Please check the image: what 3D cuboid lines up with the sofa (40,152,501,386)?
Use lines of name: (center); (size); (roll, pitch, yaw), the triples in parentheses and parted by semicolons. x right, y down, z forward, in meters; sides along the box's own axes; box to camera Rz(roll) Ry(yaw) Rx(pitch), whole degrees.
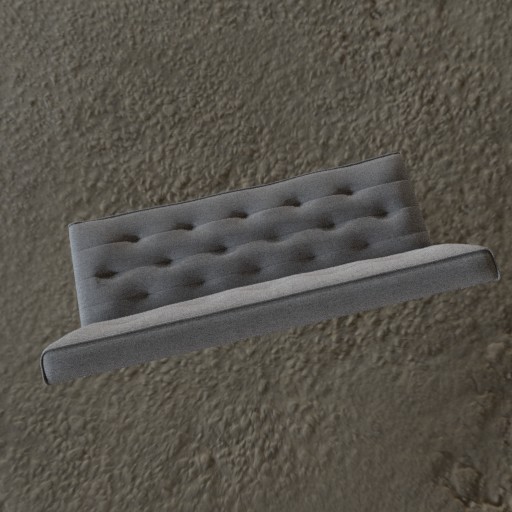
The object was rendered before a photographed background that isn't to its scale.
sofa: (0.000, 0.000, 2.171); (1.820, 0.830, 0.810); (-13, 76, -3)
